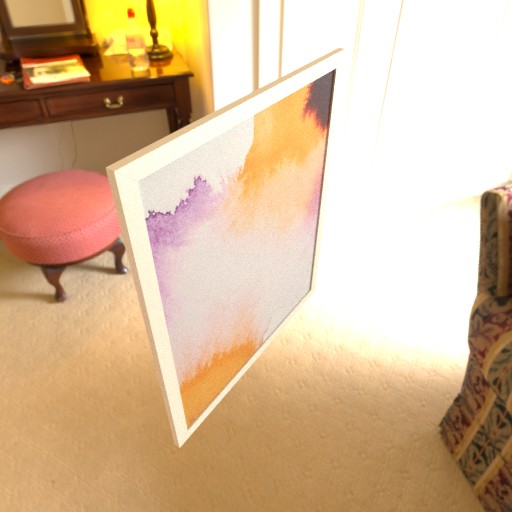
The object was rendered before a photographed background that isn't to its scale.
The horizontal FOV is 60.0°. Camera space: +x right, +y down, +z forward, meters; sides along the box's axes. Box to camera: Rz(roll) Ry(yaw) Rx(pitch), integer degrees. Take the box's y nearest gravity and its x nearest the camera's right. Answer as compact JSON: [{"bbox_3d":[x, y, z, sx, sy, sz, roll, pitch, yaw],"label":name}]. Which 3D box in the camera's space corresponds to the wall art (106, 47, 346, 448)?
[{"bbox_3d":[0.000,0.000,0.755,0.012,0.557,0.482,25,47,26],"label":"wall art"}]
